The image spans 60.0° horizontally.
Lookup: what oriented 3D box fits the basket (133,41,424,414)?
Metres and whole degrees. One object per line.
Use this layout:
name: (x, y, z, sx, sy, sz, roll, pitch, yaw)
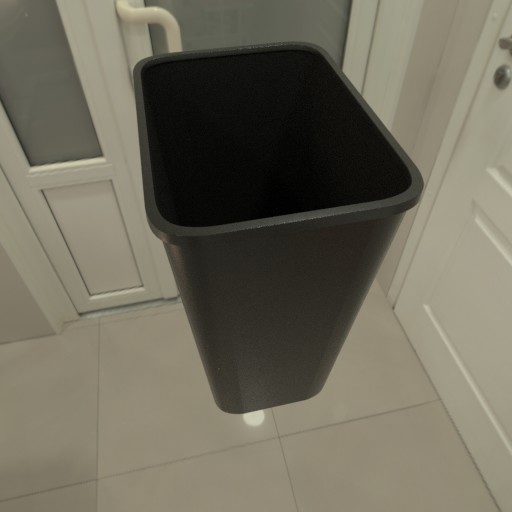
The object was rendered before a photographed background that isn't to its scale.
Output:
basket: (0.000, 0.000, 0.735, 0.287, 0.521, 0.394, -10, 49, -9)
